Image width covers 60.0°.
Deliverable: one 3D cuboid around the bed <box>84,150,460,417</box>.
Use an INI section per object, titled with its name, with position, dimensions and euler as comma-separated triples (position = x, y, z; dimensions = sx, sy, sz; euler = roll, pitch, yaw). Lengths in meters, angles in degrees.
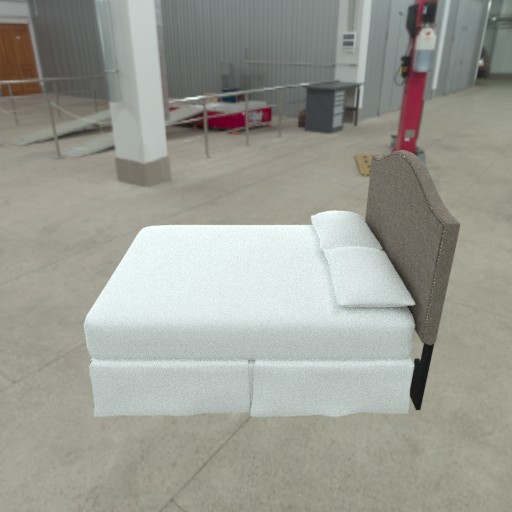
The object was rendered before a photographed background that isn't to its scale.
[bed]
position = 0.000, 0.000, 3.276
dimensions = 2.153, 1.518, 1.713
euler = 0, 25, 0
